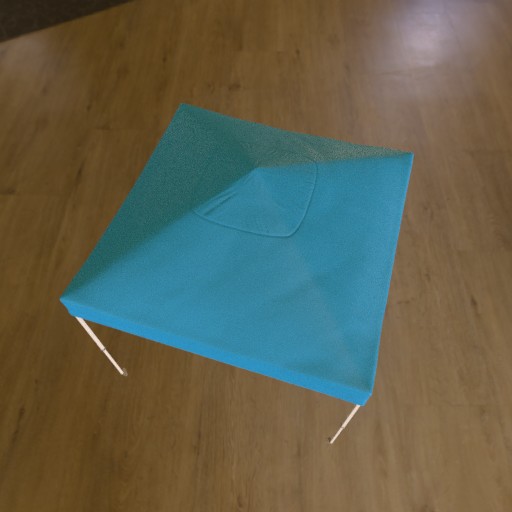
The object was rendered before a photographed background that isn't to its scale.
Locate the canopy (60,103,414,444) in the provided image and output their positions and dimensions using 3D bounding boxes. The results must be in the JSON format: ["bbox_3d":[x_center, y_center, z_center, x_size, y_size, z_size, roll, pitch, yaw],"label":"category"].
[{"bbox_3d":[0.000,0.000,5.337,2.996,2.997,2.998,15,59,9],"label":"canopy"}]
